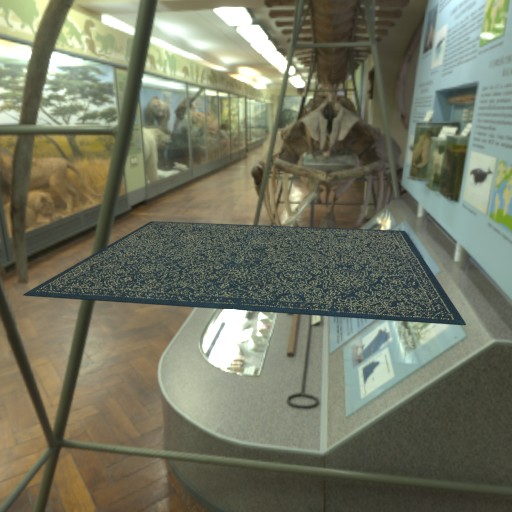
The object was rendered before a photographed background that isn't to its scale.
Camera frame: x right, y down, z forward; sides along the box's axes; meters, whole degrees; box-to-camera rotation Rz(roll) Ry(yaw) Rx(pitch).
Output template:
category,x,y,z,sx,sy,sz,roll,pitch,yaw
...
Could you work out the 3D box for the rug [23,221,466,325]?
category,x,y,z,sx,sy,sz,roll,pitch,yaw
rug,0.000,0.000,4.132,3.048,0.010,2.438,3,17,9
